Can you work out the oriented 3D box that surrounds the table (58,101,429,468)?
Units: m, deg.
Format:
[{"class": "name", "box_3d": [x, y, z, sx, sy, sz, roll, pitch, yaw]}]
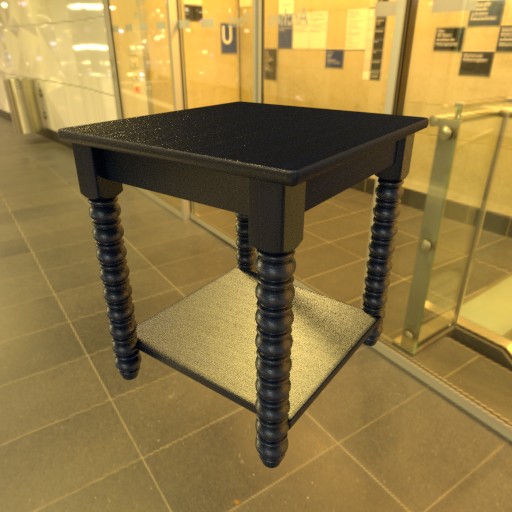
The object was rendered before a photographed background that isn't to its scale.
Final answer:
[{"class": "table", "box_3d": [0.000, 0.000, 0.973, 0.500, 0.567, 0.533, 17, 31, 32]}]
